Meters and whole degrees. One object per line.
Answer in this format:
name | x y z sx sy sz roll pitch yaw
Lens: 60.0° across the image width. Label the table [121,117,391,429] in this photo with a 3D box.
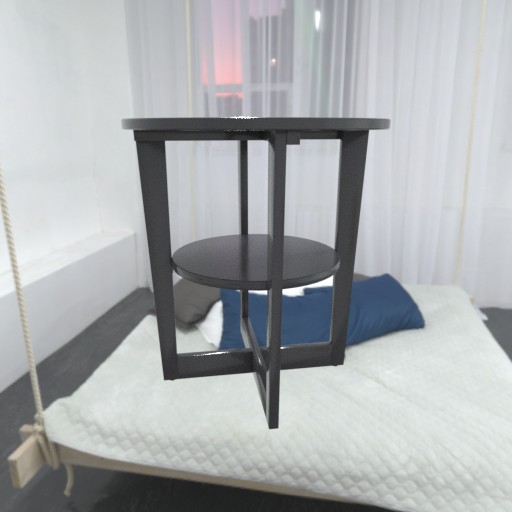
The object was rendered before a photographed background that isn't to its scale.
table | 0.000 0.000 0.934 0.500 0.550 0.500 0 16 0
